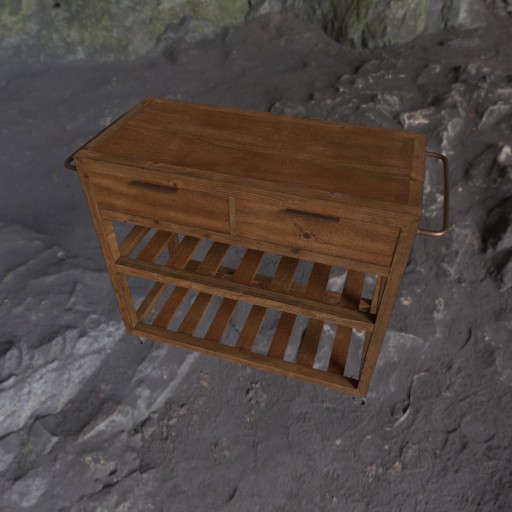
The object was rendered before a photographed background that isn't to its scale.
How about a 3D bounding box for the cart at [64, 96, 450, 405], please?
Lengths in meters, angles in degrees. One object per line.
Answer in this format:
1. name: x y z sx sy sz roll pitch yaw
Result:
1. cart: 0.000 0.000 1.522 1.065 0.830 0.445 12 43 13
